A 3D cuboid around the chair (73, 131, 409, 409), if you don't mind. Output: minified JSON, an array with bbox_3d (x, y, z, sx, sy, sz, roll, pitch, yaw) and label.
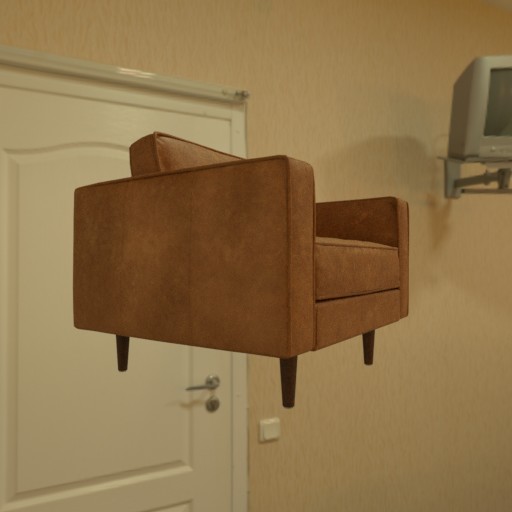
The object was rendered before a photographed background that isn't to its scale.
[{"bbox_3d":[0.000,0.000,1.507,0.798,0.767,0.928,0,-1,35],"label":"chair"}]
